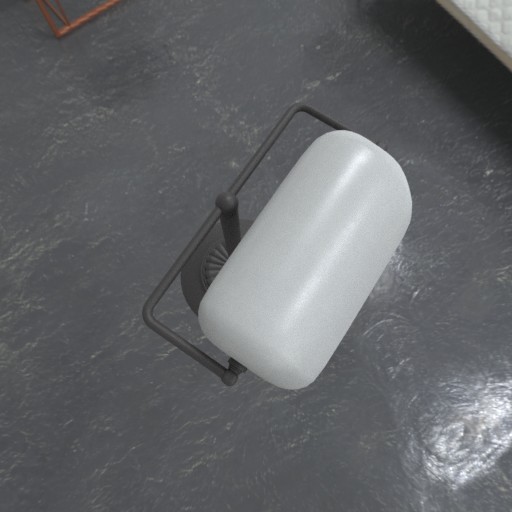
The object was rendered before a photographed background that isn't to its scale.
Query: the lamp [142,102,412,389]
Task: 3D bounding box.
[{"bbox_3d":[0.000,0.000,0.515,0.243,0.339,0.264,33,77,8],"label":"lamp"}]
